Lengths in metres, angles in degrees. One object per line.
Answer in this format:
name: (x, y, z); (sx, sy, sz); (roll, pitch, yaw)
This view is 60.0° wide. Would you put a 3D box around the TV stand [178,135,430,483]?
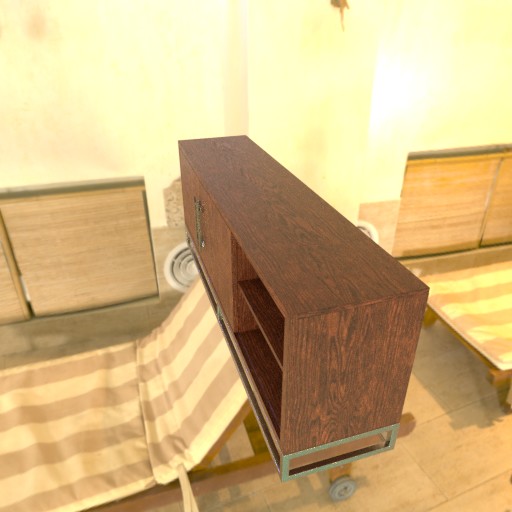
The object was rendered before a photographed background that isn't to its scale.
TV stand: (0.000, 0.000, 1.783); (0.382, 0.578, 1.541); (-9, 30, -15)
